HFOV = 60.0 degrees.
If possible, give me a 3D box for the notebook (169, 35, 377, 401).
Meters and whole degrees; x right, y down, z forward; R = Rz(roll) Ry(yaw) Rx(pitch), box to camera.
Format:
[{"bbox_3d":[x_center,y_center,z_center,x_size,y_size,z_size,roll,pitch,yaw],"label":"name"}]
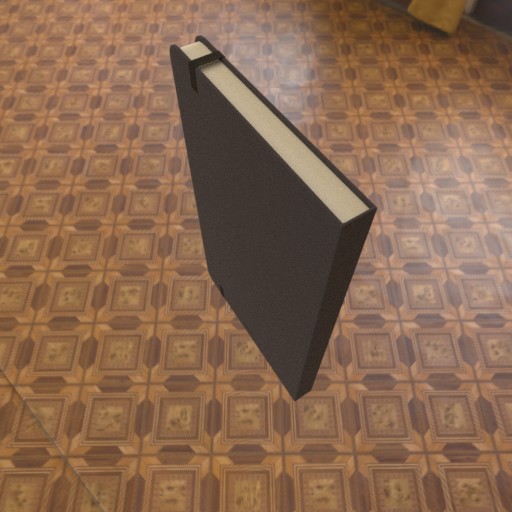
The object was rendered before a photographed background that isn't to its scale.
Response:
[{"bbox_3d":[0.000,0.000,0.264,0.016,0.213,0.127,-28,62,-17],"label":"notebook"}]
